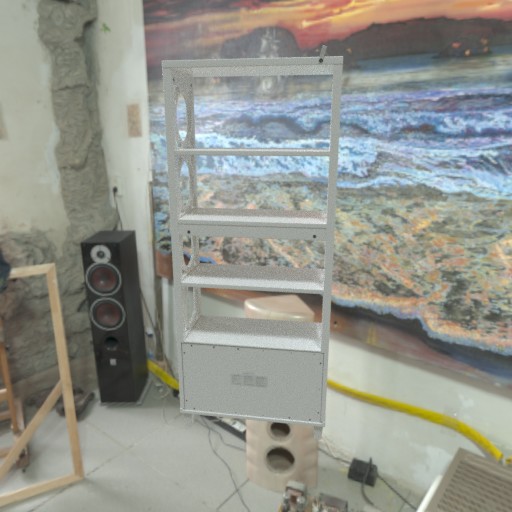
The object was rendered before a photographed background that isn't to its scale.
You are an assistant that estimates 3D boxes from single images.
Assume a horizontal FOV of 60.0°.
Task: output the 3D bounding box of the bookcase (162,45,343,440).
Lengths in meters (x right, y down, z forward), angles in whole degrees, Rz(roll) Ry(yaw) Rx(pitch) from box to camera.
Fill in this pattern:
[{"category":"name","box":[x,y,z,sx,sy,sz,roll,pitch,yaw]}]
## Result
[{"category":"bookcase","box":[0.000,0.000,2.232,0.761,1.869,0.361,2,16,9]}]
